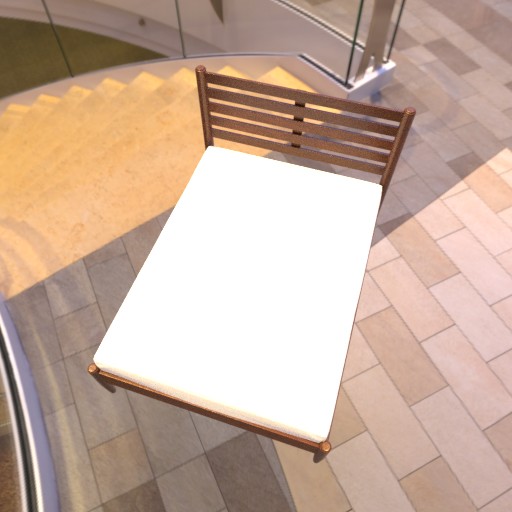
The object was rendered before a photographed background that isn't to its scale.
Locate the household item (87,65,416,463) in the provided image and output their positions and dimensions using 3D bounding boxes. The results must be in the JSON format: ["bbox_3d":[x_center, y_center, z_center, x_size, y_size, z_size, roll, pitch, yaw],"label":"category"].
[{"bbox_3d":[0.000,0.000,3.237,1.663,1.356,2.232,15,58,10],"label":"household item"}]
